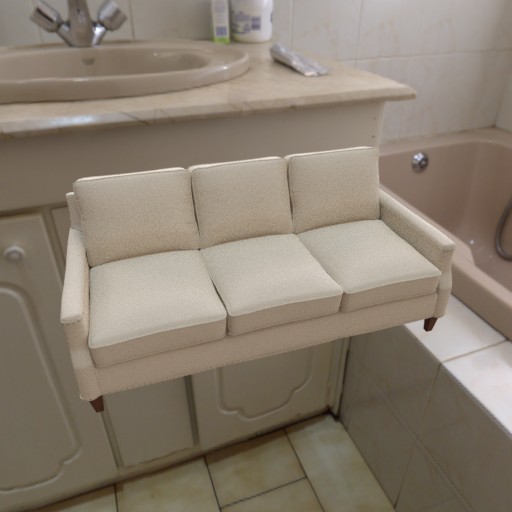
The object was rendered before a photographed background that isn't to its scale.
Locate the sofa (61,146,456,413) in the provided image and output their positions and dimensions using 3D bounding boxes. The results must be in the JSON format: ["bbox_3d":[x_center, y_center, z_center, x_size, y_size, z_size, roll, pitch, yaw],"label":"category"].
[{"bbox_3d":[0.000,0.000,2.806,2.246,1.003,1.084,-10,34,-15],"label":"sofa"}]
